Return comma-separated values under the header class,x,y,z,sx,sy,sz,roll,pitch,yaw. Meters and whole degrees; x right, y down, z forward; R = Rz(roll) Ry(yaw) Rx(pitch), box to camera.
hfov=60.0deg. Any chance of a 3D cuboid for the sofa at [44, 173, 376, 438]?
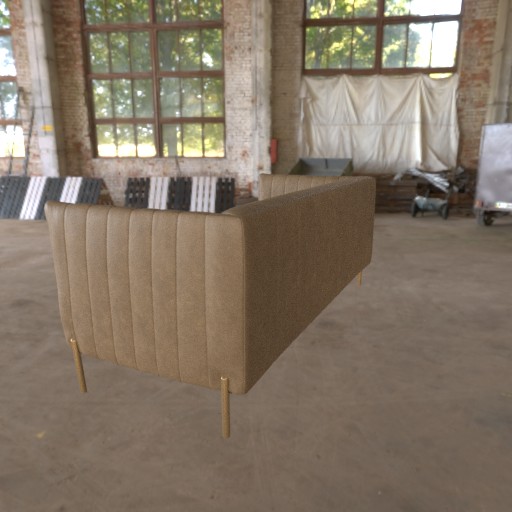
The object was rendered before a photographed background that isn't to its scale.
class,x,y,z,sx,sy,sz,roll,pitch,yaw
sofa,0.000,0.000,2.406,0.876,0.779,1.980,7,16,25
